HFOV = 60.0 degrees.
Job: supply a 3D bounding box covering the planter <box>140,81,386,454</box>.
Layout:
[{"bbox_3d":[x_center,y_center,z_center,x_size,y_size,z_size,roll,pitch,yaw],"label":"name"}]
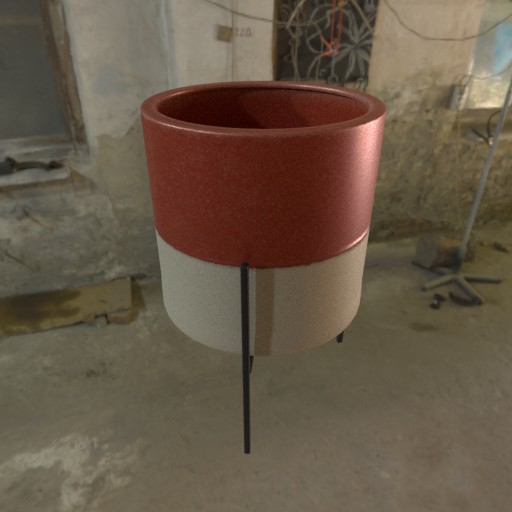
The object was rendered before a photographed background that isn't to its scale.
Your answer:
[{"bbox_3d":[0.000,0.000,0.522,0.251,0.354,0.235,20,36,30],"label":"planter"}]
